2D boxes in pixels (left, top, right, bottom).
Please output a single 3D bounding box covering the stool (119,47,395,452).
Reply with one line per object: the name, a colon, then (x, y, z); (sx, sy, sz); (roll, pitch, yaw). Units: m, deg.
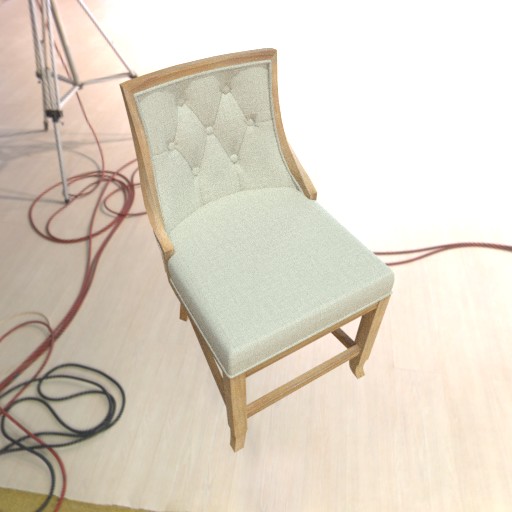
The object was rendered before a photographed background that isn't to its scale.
stool: (0.000, 0.000, 1.317); (0.524, 0.938, 0.626); (-23, 51, -20)
